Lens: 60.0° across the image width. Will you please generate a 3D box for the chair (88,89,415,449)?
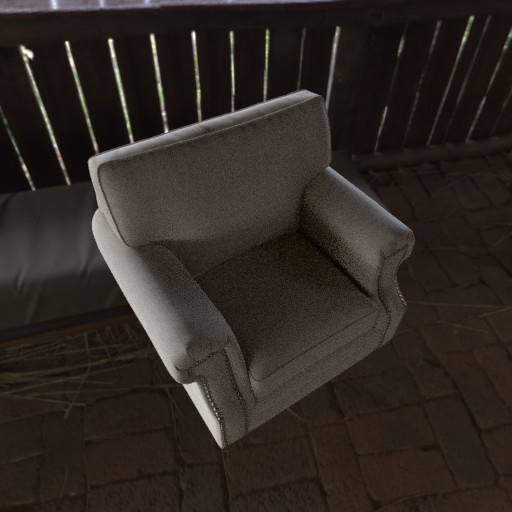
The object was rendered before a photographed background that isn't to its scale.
[{"bbox_3d":[0.000,0.000,1.851,1.092,0.961,0.965,-26,52,-22],"label":"chair"}]
